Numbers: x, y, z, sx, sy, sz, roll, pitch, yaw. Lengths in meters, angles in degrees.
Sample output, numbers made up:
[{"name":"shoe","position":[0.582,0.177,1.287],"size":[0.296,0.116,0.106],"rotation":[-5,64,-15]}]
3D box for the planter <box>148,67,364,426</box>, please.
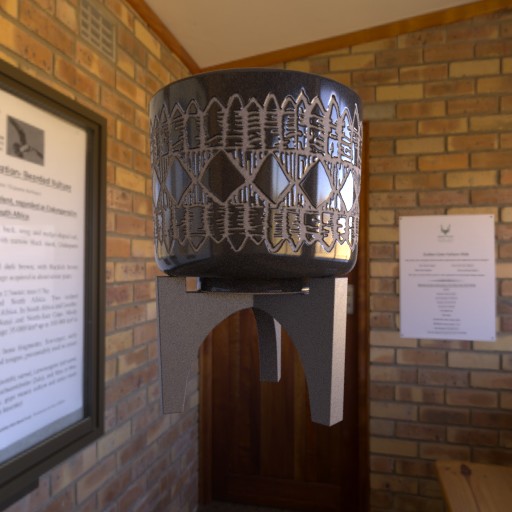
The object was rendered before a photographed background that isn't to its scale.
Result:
[{"name":"planter","position":[0.000,0.000,0.272],"size":[0.129,0.177,0.129],"rotation":[0,-1,0]}]
